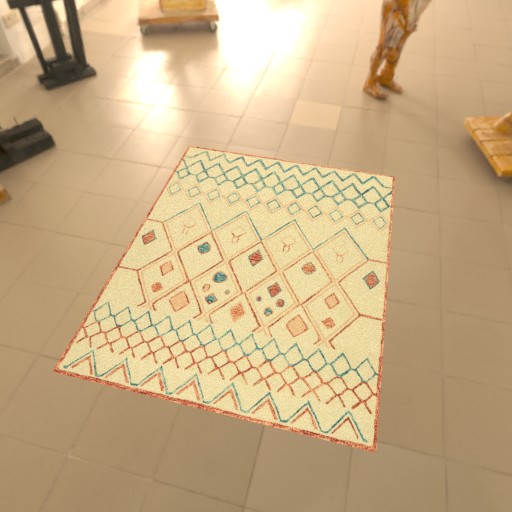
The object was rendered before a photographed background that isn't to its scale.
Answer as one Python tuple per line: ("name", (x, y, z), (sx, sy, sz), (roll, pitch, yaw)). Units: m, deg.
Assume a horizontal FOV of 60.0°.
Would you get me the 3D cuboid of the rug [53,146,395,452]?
("rug", (0.000, 0.000, 4.172), (2.441, 0.016, 3.050), (11, 49, 9))
